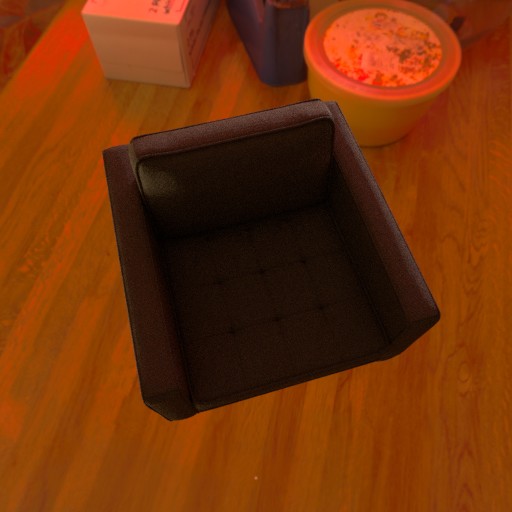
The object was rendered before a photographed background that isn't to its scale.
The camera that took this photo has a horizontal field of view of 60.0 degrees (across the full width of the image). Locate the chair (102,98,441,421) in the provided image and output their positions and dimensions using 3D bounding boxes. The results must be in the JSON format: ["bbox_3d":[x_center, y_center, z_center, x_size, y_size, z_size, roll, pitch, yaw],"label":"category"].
[{"bbox_3d":[0.000,0.000,1.595,0.899,0.770,0.919,-14,64,-7],"label":"chair"}]
